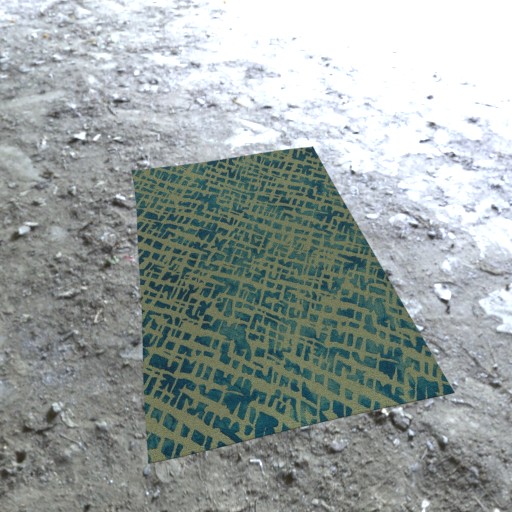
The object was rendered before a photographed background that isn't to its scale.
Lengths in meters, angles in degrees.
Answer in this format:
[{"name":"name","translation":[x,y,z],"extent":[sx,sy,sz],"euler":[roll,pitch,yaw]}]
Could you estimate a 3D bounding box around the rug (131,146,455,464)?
[{"name":"rug","translation":[0.000,0.000,2.291],"extent":[1.209,0.011,1.830],"euler":[-9,47,-9]}]
